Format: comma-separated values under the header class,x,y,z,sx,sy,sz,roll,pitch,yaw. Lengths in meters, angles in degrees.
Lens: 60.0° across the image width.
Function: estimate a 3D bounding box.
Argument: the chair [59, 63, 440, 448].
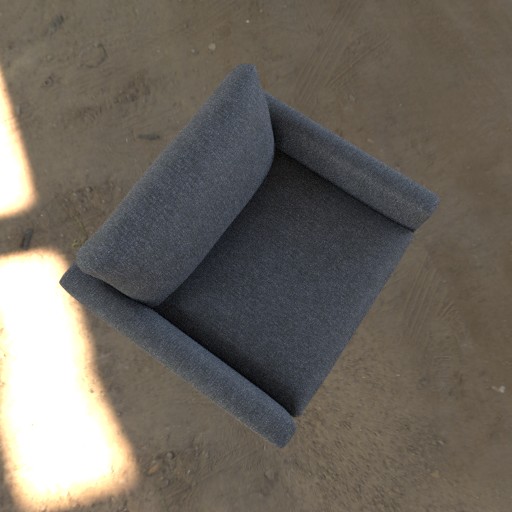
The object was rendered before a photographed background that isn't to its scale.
class,x,y,z,sx,sy,sz,roll,pitch,yaw
chair,0.000,0.000,1.586,0.866,0.861,0.963,34,77,9
